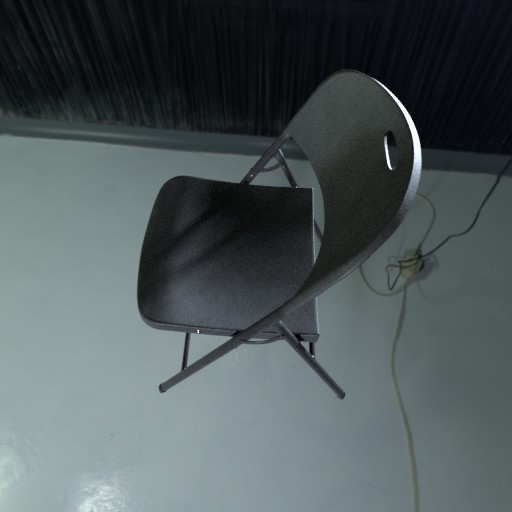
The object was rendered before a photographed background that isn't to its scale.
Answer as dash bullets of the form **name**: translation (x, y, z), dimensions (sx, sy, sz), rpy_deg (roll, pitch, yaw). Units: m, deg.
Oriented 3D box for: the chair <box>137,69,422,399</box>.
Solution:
- **chair**: translation (0.000, 0.000, 1.109), dimensions (0.566, 0.810, 0.494), rpy_deg (2, 58, 1)
